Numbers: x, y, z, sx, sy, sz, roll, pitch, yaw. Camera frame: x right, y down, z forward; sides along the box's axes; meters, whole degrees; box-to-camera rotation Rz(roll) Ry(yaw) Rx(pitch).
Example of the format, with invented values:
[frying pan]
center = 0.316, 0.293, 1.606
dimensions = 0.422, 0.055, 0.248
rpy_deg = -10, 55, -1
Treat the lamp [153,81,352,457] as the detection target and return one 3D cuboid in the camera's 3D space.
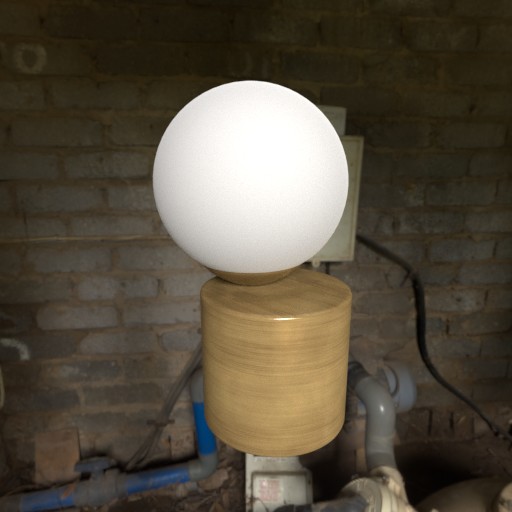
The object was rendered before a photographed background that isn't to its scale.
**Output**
[lamp]
center = 0.000, 0.000, 0.339
dimensions = 0.152, 0.250, 0.141
rpy_deg = 14, 21, 42
